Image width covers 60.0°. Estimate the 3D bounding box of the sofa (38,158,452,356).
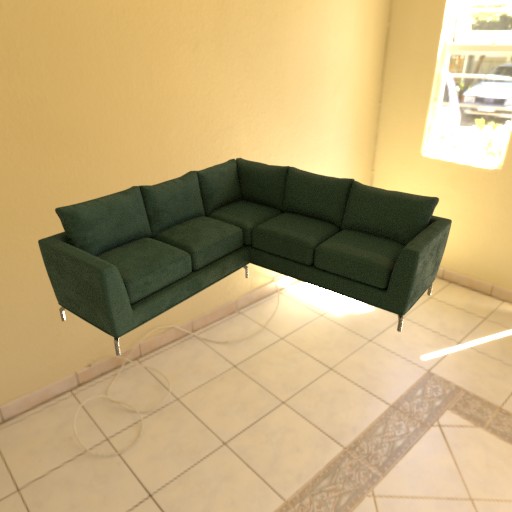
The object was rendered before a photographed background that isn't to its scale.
[{"bbox_3d":[0.000,0.000,3.774,2.452,1.004,2.468,19,31,33],"label":"sofa"}]
